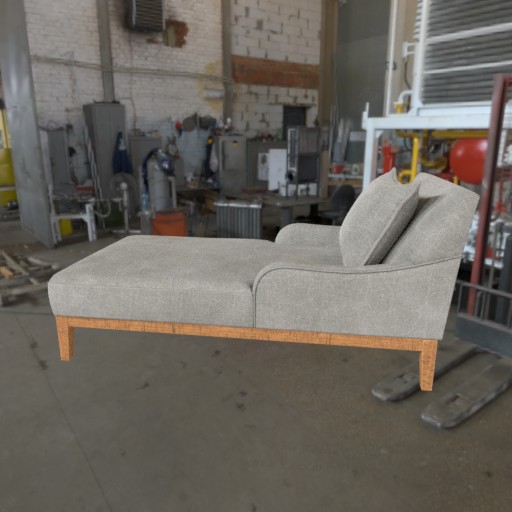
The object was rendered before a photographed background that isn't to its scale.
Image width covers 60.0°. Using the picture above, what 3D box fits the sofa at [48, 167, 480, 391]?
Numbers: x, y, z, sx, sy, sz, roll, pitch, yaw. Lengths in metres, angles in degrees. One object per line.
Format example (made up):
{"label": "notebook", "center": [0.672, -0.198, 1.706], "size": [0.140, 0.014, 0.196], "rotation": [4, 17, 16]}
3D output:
{"label": "sofa", "center": [0.000, 0.000, 2.250], "size": [1.779, 0.859, 0.894], "rotation": [2, 16, 9]}
